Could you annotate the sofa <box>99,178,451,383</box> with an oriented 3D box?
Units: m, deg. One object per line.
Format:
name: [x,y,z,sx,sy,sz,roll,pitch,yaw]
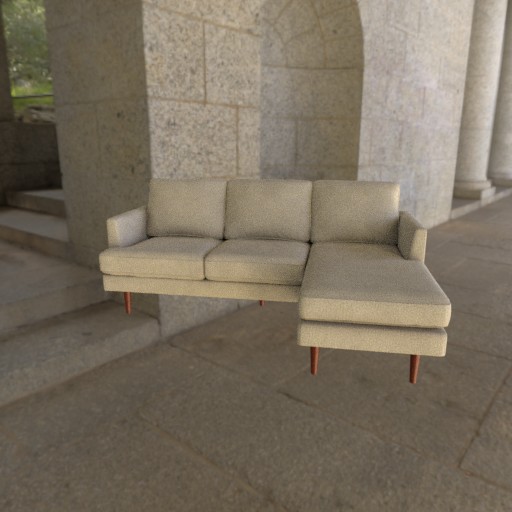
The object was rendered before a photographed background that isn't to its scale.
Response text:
sofa: [0.000,0.000,3.063,2.233,0.956,1.504,3,15,10]
